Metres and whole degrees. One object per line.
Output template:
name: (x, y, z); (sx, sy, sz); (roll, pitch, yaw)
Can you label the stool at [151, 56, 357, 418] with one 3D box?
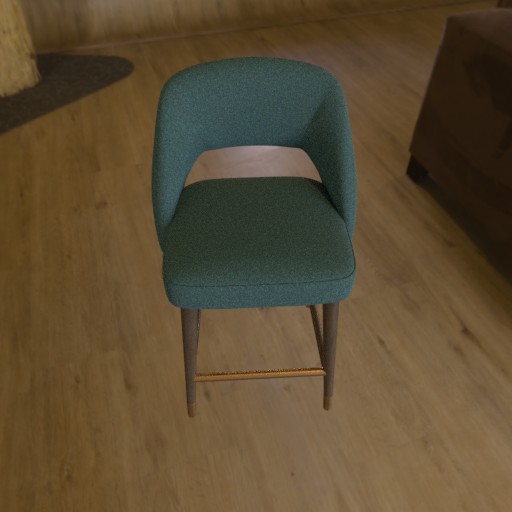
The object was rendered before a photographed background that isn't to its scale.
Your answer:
stool: (0.000, 0.000, 1.280); (0.536, 0.939, 0.522); (-2, 45, -2)
